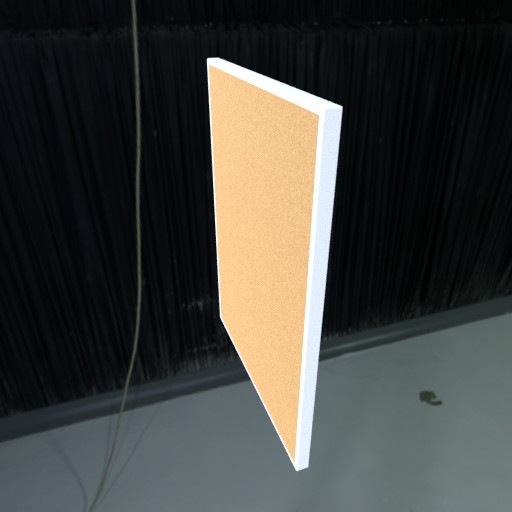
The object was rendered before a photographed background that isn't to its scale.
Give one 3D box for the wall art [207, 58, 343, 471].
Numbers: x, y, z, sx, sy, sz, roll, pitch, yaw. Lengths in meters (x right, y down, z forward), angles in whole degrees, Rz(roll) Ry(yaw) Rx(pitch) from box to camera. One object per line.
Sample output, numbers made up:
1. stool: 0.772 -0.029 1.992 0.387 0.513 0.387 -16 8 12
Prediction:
1. wall art: 0.000 0.000 1.603 0.046 1.221 0.914 -11 32 -18
